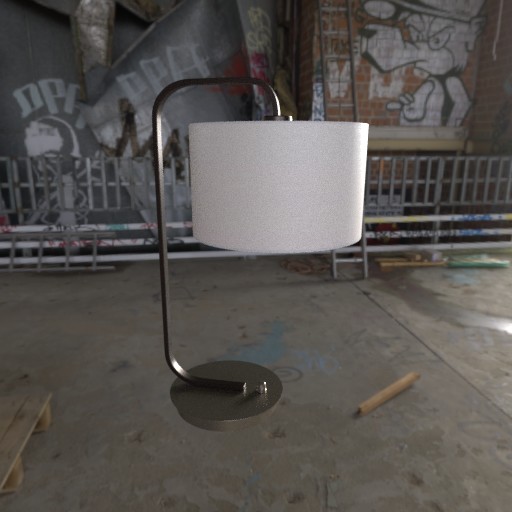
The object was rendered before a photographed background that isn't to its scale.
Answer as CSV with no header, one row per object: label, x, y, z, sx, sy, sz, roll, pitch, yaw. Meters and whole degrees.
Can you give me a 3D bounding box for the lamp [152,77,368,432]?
lamp,0.000,0.000,0.628,0.288,0.473,0.230,3,15,11
